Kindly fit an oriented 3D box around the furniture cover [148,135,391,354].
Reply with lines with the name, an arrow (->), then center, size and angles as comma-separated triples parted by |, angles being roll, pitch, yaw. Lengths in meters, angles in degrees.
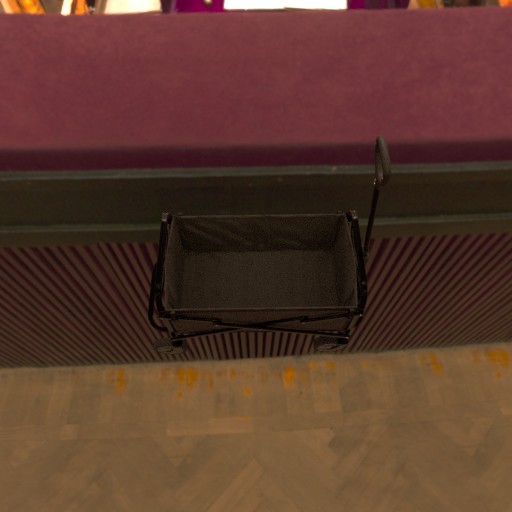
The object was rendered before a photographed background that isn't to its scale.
furniture cover -> 0.000, 0.000, 1.844 | 1.038, 1.295, 0.532 | -1, 62, 0
